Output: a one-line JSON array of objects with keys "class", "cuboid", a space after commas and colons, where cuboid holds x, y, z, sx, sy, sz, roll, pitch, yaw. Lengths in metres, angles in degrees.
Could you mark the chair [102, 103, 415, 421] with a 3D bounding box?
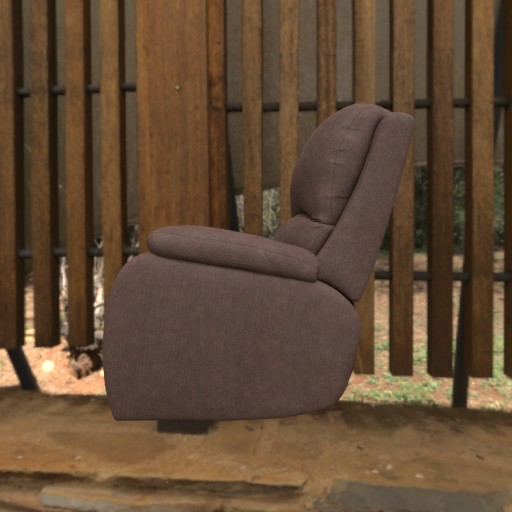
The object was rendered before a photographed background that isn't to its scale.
[{"class": "chair", "cuboid": [0.000, 0.000, 1.676, 0.899, 1.011, 0.930, 0, 0, -1]}]
